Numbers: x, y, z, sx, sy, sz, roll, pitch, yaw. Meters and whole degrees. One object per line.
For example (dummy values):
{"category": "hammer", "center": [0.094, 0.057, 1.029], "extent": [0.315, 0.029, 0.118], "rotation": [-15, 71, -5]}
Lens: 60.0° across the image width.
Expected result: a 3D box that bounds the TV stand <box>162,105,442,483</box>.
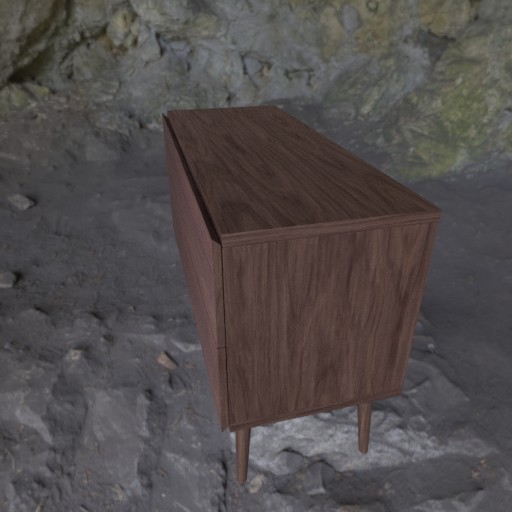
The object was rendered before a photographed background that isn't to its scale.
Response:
{"category": "TV stand", "center": [0.000, 0.000, 1.300], "extent": [0.405, 0.660, 0.990], "rotation": [-7, 30, -13]}
